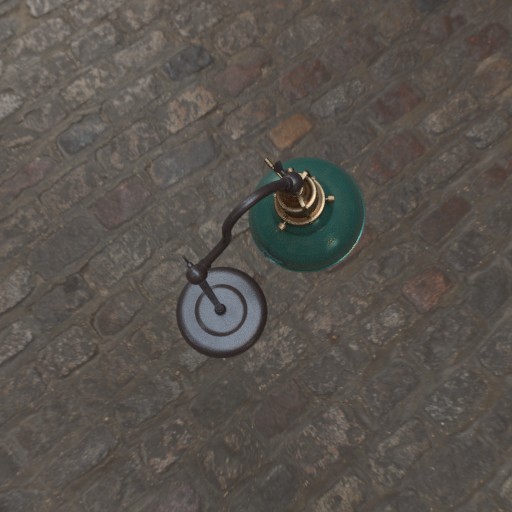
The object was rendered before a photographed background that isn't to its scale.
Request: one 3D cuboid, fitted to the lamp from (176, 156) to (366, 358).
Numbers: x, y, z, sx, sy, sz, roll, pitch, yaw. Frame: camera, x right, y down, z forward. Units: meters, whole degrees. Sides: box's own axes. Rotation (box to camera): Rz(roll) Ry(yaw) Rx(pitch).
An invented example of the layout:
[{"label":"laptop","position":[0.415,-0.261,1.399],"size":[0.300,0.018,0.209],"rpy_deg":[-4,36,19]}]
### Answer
[{"label":"lamp","position":[0.000,0.000,0.699],"size":[0.374,0.508,0.192],"rpy_deg":[-37,79,-9]}]
